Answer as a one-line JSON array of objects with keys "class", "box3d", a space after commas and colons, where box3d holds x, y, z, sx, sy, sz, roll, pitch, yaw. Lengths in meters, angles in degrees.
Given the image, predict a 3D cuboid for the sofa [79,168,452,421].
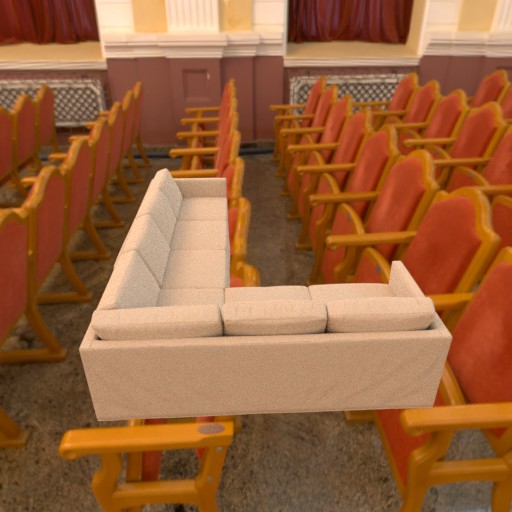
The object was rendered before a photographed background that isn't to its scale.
[{"class": "sofa", "box3d": [0.000, 0.000, 4.334, 2.432, 0.871, 3.182, -1, 29, -3]}]
